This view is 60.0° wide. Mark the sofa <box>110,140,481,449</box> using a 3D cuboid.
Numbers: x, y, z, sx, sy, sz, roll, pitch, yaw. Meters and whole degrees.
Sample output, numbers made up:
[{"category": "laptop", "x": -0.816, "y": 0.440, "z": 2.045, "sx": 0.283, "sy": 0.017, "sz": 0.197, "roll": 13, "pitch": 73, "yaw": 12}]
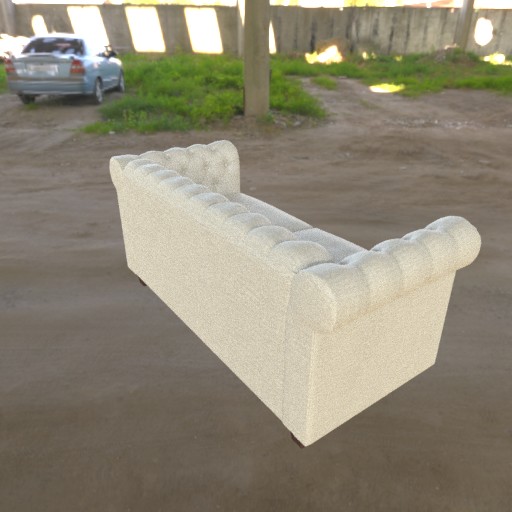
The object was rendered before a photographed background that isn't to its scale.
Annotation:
[{"category": "sofa", "x": 0.000, "y": 0.000, "z": 2.205, "sx": 0.783, "sy": 0.797, "sz": 1.798, "roll": -18, "pitch": 32, "yaw": -32}]
